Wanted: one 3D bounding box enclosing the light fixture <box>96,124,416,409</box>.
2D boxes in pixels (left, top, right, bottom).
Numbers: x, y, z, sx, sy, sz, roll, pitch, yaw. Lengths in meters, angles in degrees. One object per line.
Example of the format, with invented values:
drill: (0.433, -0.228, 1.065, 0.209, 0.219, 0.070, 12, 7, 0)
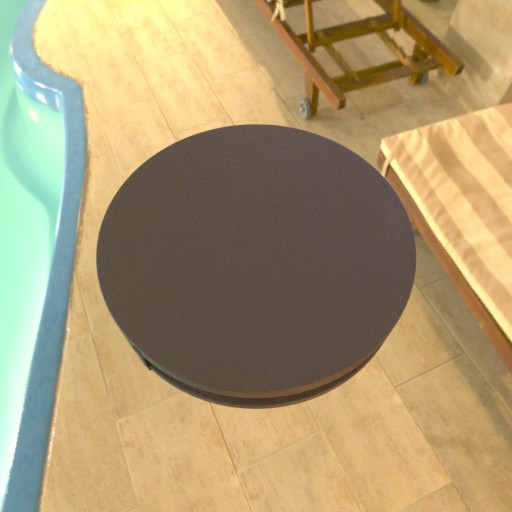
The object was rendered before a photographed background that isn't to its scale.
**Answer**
light fixture: (0.000, 0.000, 0.540, 0.356, 0.102, 0.356, 0, 58, 0)
